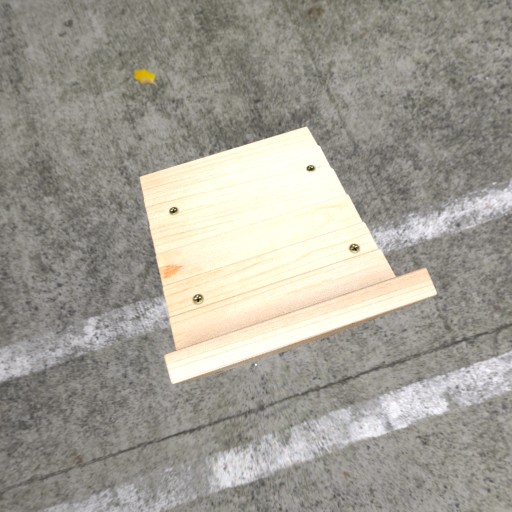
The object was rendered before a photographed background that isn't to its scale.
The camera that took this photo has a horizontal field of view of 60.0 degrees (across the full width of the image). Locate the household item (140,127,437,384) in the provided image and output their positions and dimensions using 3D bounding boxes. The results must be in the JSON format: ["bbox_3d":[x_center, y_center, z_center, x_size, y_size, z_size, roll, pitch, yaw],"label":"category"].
[{"bbox_3d":[0.000,0.000,0.393,0.149,0.300,0.171,-18,77,-4],"label":"household item"}]
